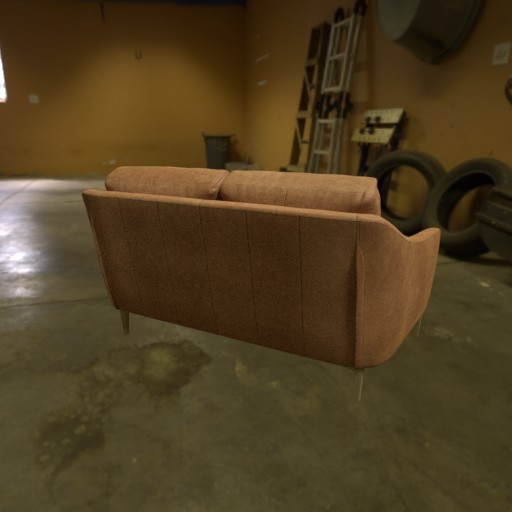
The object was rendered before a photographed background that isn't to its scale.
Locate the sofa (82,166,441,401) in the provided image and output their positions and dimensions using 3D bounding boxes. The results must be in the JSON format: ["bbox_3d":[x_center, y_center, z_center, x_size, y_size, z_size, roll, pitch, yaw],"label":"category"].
[{"bbox_3d":[0.000,0.000,2.236,1.619,0.902,0.960,9,18,27],"label":"sofa"}]
